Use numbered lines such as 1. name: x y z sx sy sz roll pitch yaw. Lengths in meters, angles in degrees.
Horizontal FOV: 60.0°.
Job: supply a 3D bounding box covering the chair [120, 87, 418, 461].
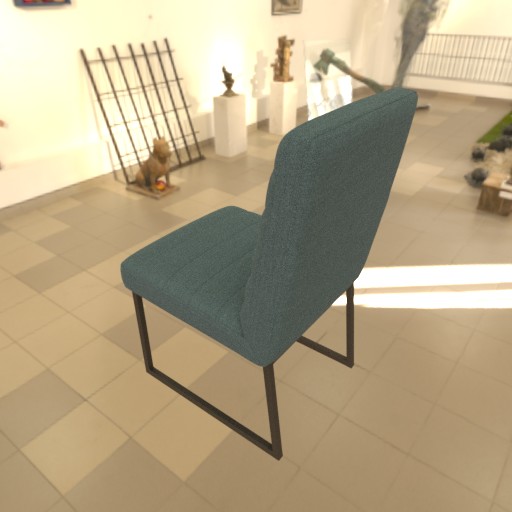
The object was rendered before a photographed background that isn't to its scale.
1. chair: 0.000 0.000 1.288 0.634 0.930 0.520 21 37 31
